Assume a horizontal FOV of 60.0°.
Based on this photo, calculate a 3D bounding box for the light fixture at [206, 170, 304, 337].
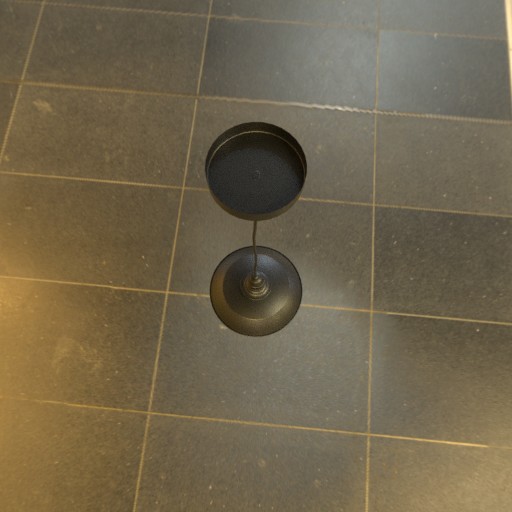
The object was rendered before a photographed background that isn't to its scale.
[{"bbox_3d":[0.000,0.000,1.154,0.331,0.993,0.331,-14,75,-4],"label":"light fixture"}]
